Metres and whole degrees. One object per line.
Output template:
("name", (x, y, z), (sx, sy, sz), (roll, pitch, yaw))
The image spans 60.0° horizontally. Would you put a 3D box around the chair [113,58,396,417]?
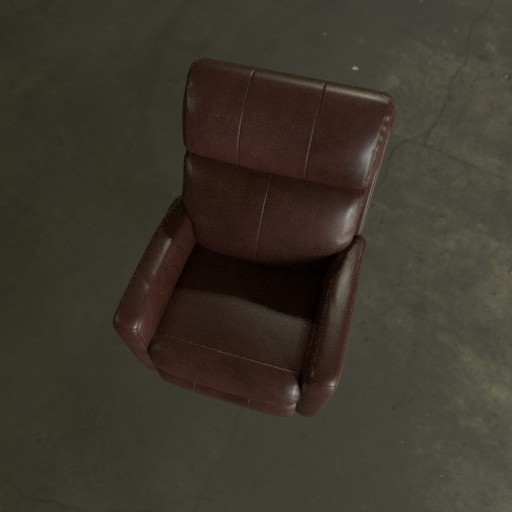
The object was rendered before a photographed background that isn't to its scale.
("chair", (0.000, 0.000, 1.663), (0.787, 1.016, 0.939), (14, 61, 8))
